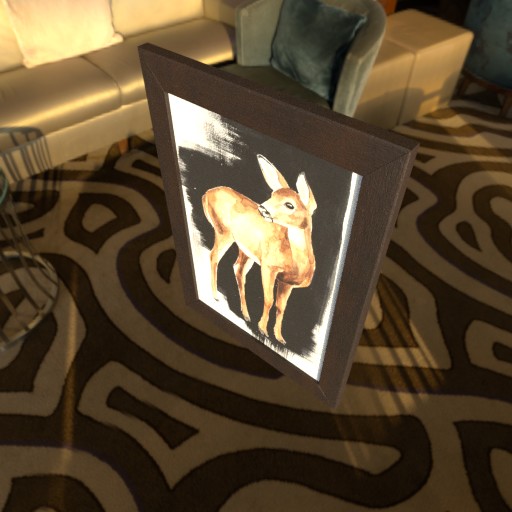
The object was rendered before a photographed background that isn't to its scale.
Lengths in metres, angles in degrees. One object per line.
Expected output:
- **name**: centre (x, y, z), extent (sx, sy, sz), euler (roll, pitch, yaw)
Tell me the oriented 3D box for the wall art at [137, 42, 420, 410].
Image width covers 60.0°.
- **wall art**: centre (0.000, 0.000, 0.650), extent (0.359, 0.513, 0.017), euler (30, 53, 26)
